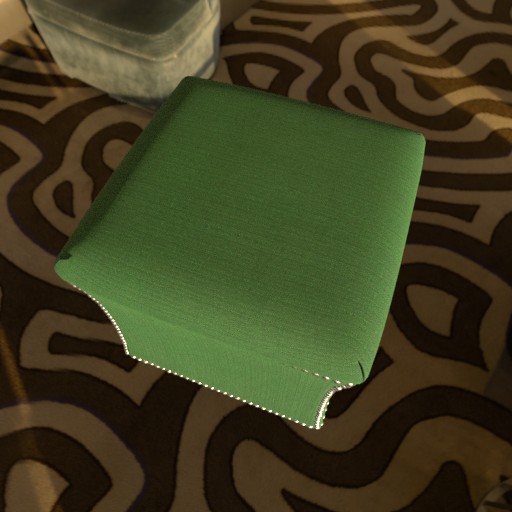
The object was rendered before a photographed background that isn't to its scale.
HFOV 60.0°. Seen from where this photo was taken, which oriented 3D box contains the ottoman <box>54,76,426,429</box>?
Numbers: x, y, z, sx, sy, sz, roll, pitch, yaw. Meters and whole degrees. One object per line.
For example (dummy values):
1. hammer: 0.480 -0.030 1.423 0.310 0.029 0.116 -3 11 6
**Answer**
1. ottoman: 0.000 0.000 0.907 0.507 0.475 0.497 18 61 11
